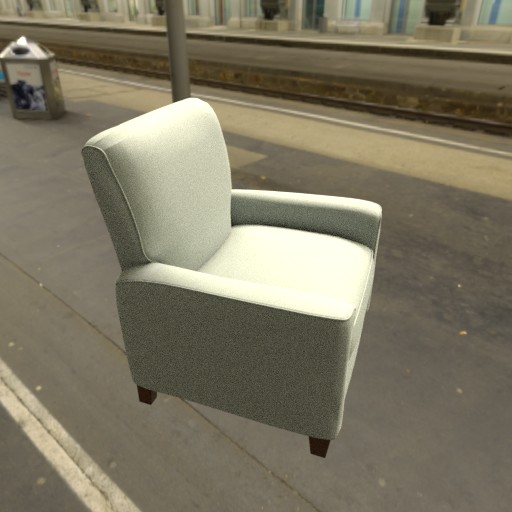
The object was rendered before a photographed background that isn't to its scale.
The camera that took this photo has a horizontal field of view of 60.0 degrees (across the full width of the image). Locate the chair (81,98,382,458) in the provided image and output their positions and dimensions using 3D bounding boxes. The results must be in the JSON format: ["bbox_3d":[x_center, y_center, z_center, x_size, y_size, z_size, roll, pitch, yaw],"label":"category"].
[{"bbox_3d":[0.000,0.000,1.648,0.846,1.007,0.853,10,32,17],"label":"chair"}]
